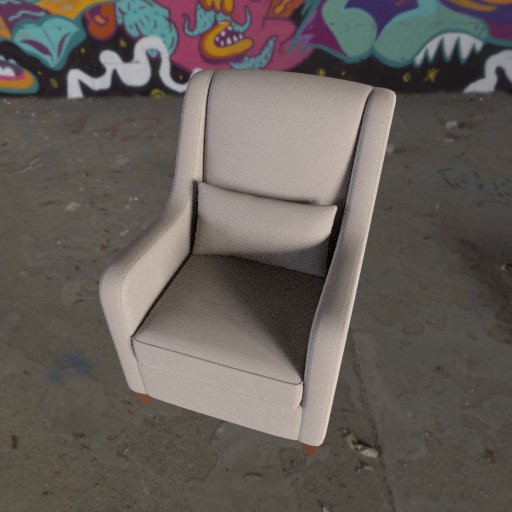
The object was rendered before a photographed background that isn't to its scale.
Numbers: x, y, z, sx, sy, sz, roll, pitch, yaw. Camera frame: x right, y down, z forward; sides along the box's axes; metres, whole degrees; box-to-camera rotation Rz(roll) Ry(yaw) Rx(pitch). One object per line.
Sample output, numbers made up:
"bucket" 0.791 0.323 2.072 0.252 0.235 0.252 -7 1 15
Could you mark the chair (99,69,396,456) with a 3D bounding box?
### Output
"chair" 0.000 0.000 1.552 0.715 1.010 0.863 12 42 14
